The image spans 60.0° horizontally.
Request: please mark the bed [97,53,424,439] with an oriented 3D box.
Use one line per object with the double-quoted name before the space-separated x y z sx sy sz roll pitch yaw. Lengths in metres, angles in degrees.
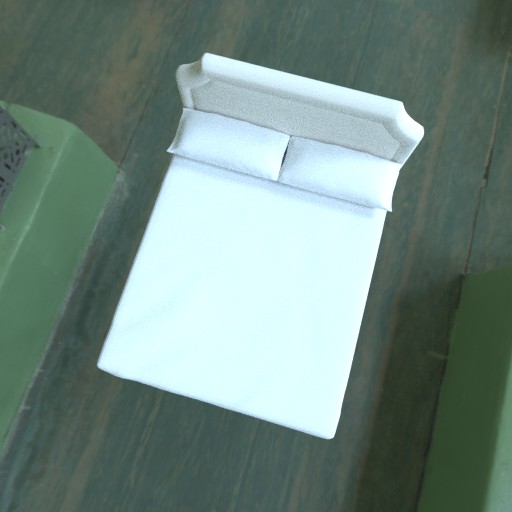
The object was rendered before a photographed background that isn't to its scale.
"bed" 0.000 0.000 3.774 2.134 1.524 2.548 16 76 4
